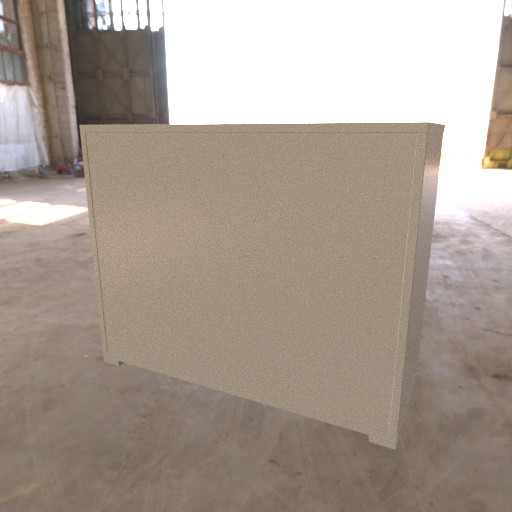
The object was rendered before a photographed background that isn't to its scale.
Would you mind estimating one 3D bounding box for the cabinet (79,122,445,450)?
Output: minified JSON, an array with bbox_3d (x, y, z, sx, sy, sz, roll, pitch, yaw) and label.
[{"bbox_3d":[0.000,0.000,1.408,1.000,0.800,0.400,8,17,26],"label":"cabinet"}]
